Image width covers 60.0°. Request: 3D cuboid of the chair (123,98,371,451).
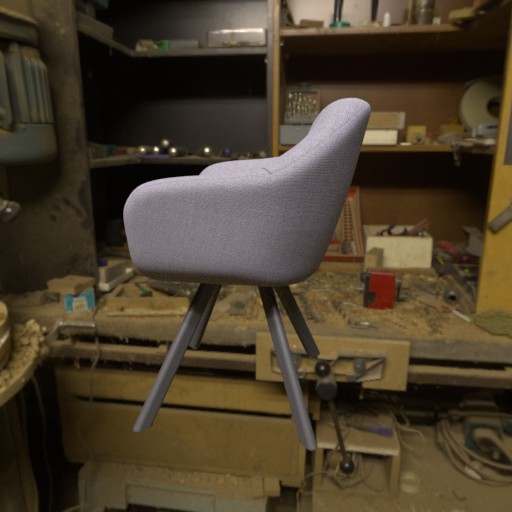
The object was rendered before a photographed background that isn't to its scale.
[{"bbox_3d":[0.000,0.000,1.191,0.550,0.795,0.590,2,16,8],"label":"chair"}]
